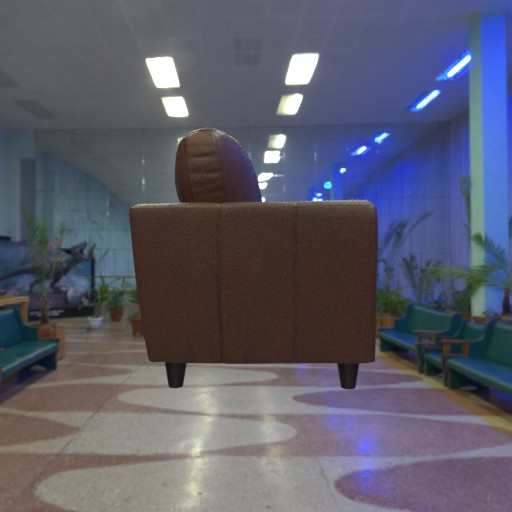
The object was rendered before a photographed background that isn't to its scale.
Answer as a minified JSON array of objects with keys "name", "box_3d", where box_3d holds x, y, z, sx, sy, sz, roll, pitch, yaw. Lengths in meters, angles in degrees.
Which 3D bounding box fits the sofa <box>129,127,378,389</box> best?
[{"name":"sofa","box_3d":[0.000,0.000,2.308,0.802,0.915,1.862,0,-1,0]}]
